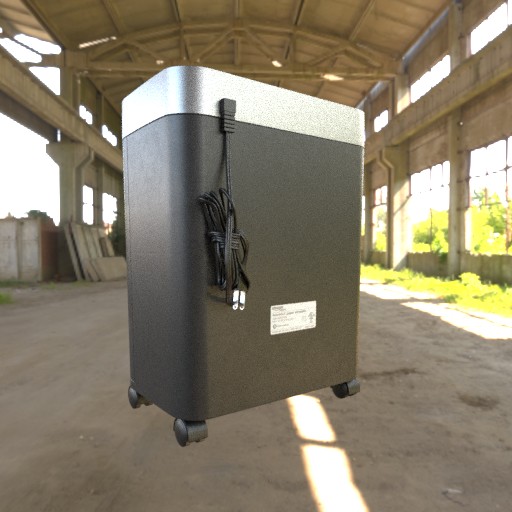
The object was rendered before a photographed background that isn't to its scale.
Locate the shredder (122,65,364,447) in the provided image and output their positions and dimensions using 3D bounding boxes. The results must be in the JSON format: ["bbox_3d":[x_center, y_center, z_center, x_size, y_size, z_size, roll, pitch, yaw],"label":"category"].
[{"bbox_3d":[0.000,0.000,0.613,0.311,0.419,0.237,-1,2,-37],"label":"shredder"}]
